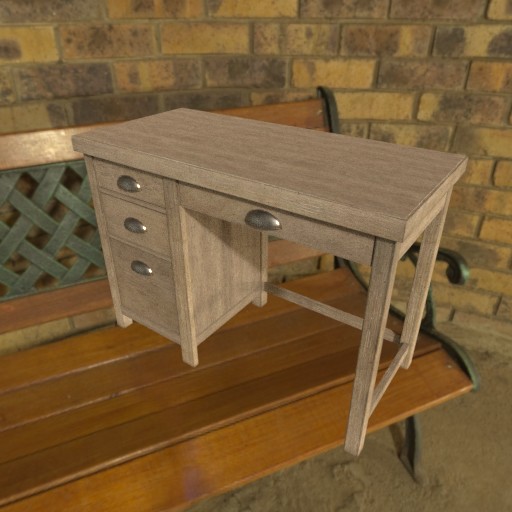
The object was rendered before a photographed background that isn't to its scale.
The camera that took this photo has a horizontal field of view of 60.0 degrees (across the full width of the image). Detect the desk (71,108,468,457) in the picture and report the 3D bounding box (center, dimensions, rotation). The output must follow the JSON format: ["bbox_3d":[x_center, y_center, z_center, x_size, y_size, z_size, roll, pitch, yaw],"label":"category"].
[{"bbox_3d":[0.000,0.000,1.797,1.289,0.912,0.610,20,36,30],"label":"desk"}]
